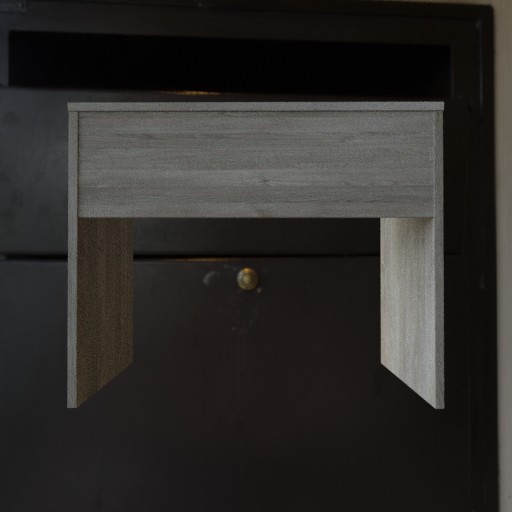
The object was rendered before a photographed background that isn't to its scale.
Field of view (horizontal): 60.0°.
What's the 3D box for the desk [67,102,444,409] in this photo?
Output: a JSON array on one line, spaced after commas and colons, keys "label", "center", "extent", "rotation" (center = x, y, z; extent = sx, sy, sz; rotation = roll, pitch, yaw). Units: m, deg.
[{"label": "desk", "center": [0.000, 0.000, 1.296], "extent": [0.893, 0.724, 0.498], "rotation": [0, -1, 0]}]
